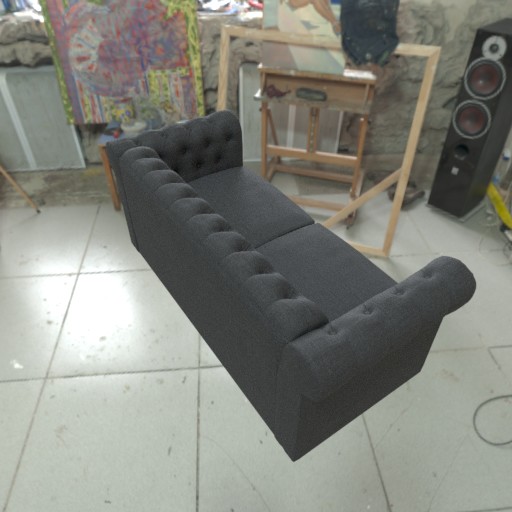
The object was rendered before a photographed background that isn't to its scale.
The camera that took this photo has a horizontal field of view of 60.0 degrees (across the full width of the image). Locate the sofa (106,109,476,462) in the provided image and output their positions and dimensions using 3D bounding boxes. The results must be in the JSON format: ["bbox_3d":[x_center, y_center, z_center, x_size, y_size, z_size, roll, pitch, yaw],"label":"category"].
[{"bbox_3d":[0.000,0.000,2.222,0.783,0.797,1.798,-24,47,-25],"label":"sofa"}]
